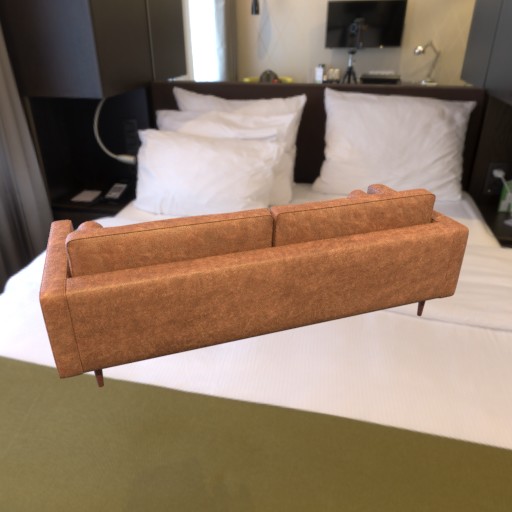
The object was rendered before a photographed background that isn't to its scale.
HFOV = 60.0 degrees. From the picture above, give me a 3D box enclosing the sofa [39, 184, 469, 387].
[{"bbox_3d":[0.000,0.000,2.588,2.210,0.762,0.914,-9,28,-17],"label":"sofa"}]
